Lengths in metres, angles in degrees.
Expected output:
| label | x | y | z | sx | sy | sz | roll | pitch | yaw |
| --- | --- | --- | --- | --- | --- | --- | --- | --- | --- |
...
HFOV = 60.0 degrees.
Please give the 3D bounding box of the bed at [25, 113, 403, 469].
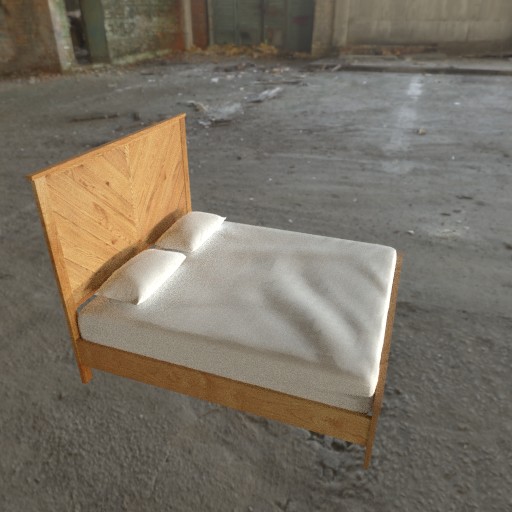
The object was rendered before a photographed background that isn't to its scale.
| label | x | y | z | sx | sy | sz | roll | pitch | yaw |
| --- | --- | --- | --- | --- | --- | --- | --- | --- | --- |
| bed | 0.000 | 0.000 | 3.500 | 2.201 | 1.686 | 1.936 | 10 | 31 | 17 |
